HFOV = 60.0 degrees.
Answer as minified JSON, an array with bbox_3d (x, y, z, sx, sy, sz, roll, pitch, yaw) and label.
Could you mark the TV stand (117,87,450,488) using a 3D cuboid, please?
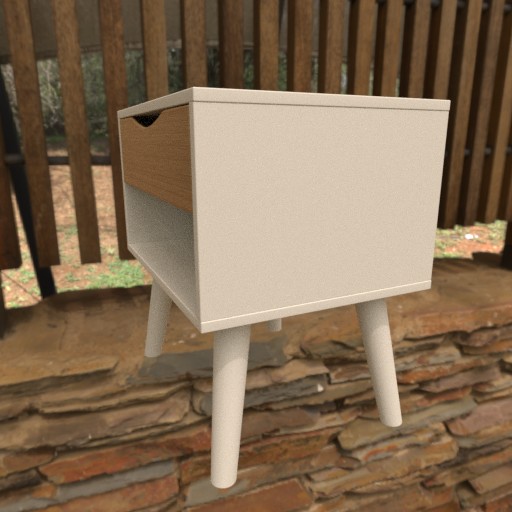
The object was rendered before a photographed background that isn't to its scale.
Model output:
[{"bbox_3d":[0.000,0.000,0.874,0.405,0.559,0.508,-7,16,-25],"label":"TV stand"}]
